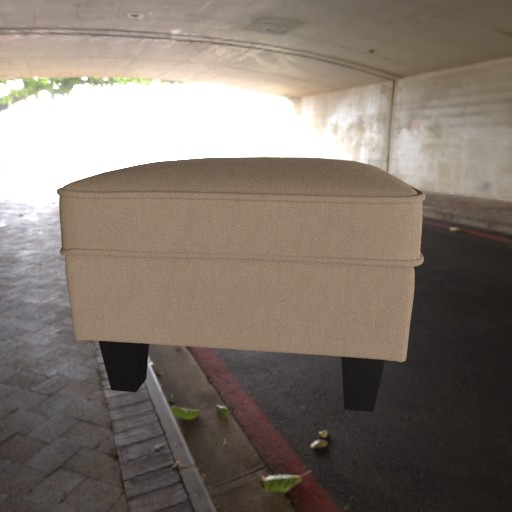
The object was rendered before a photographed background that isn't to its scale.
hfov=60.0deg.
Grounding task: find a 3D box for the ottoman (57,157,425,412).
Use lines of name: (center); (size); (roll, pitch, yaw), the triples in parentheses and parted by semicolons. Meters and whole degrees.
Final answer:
ottoman: (0.000, 0.000, 1.012); (0.613, 0.438, 0.616); (2, 15, 8)
